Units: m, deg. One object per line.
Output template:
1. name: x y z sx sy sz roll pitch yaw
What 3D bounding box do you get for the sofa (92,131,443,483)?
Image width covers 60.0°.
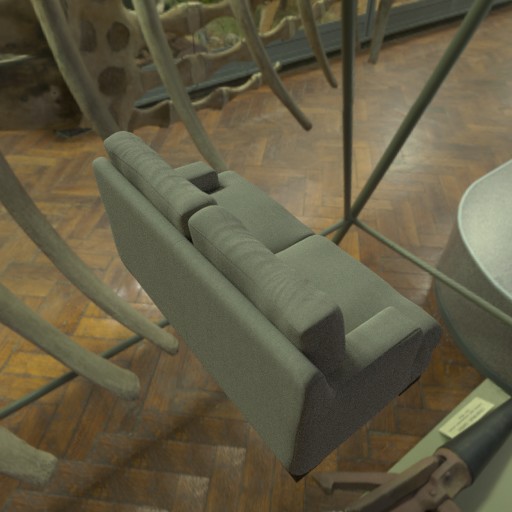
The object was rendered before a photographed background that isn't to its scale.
1. sofa: 0.000 0.000 2.396 0.962 0.980 1.855 -27 49 -27
